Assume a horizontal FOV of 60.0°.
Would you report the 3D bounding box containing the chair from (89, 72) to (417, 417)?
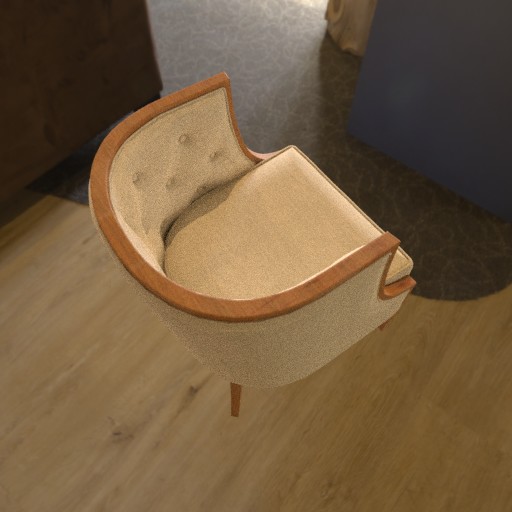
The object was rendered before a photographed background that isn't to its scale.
[{"bbox_3d":[0.000,0.000,1.353,0.757,0.775,0.711,-31,63,-17],"label":"chair"}]
